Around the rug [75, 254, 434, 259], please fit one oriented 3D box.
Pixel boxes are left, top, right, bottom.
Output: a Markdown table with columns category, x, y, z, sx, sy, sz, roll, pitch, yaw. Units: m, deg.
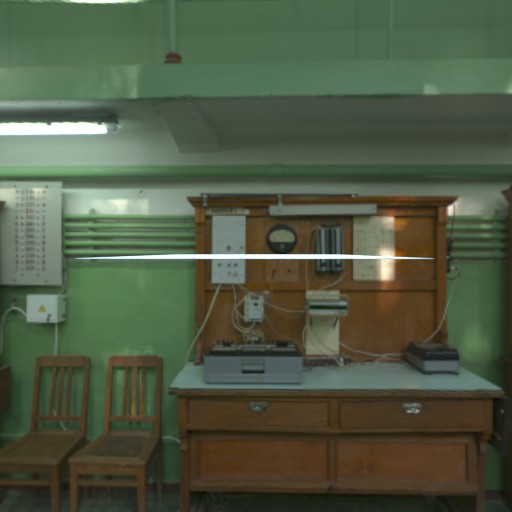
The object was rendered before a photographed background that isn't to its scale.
| category | x | y | z | sx | sy | sz | roll | pitch | yaw |
| --- | --- | --- | --- | --- | --- | --- | --- | --- | --- |
| rug | 0.000 | 0.000 | 2.396 | 1.206 | 0.003 | 1.835 | 0 | 1 | 0 |
